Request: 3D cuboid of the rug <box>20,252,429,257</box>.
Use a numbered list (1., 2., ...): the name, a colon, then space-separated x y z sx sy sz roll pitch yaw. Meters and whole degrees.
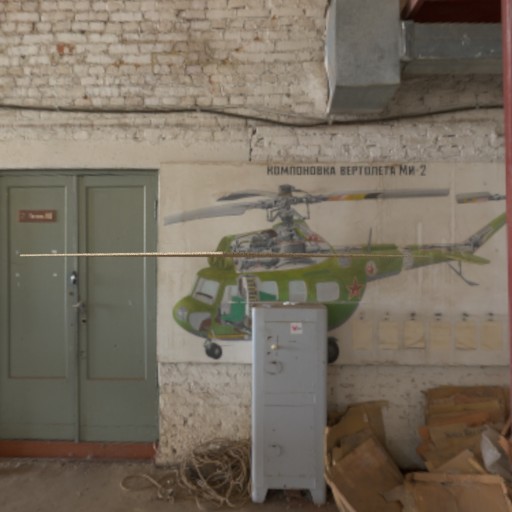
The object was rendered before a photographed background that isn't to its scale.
1. rug: 0.000 0.000 2.198 1.142 0.006 1.752 0 -1 38
